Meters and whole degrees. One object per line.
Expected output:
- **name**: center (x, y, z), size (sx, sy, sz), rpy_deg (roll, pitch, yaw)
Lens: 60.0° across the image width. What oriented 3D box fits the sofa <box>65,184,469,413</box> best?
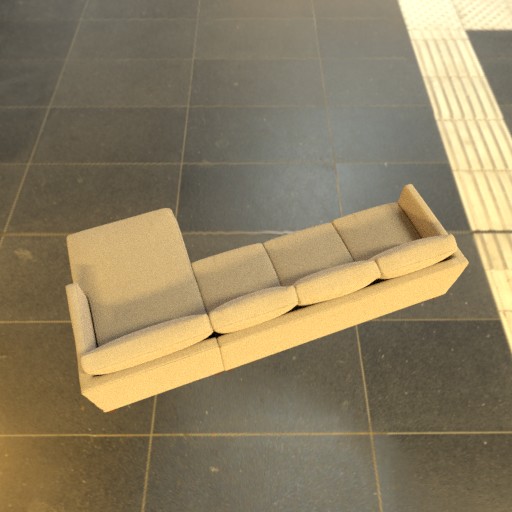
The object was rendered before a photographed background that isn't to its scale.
- **sofa**: center (0.000, 0.000, 3.980), size (3.186, 0.861, 1.625), rpy_deg (-17, 60, -10)
